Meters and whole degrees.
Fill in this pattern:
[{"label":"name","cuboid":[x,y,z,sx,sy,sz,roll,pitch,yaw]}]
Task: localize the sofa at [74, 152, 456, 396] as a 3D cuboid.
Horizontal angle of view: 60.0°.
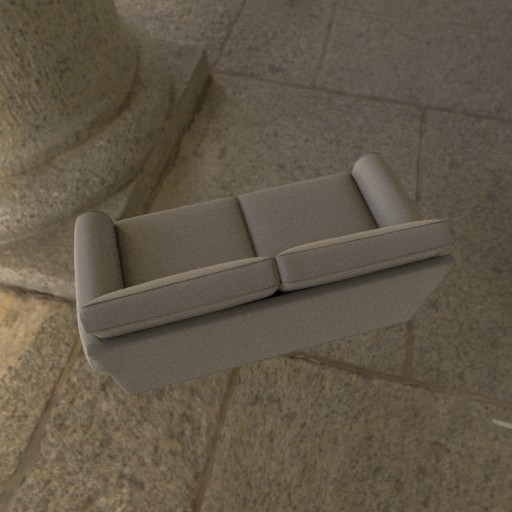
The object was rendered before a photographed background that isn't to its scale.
[{"label":"sofa","cuboid":[0.000,0.000,2.486,1.930,0.952,0.940,-13,59,-8]}]
